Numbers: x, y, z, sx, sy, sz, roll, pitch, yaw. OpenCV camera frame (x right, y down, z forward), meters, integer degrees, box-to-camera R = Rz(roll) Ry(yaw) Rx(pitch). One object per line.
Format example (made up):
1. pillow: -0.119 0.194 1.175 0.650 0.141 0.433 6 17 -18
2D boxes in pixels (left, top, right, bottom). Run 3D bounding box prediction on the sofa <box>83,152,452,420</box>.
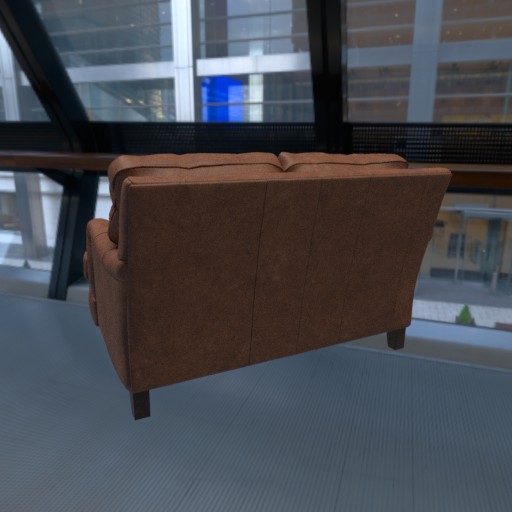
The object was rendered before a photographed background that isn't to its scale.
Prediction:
1. sofa: 0.000 0.000 2.193 1.527 1.004 1.077 -7 15 -26
